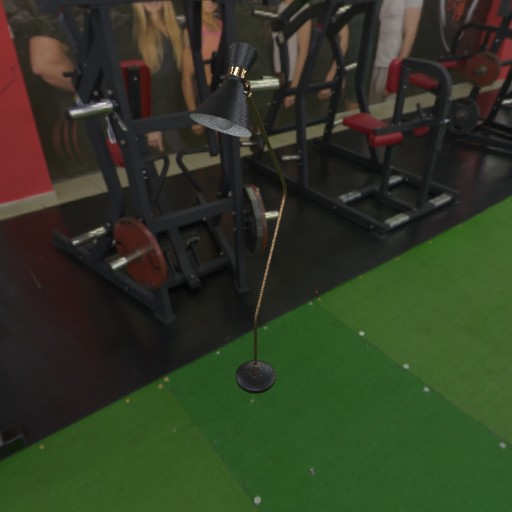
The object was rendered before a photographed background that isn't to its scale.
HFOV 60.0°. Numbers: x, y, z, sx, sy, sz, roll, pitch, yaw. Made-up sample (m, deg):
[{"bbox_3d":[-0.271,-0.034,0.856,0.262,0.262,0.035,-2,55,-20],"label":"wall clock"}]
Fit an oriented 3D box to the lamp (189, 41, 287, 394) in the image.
[{"bbox_3d":[0.000,0.000,1.631,0.467,1.438,0.277,-21,39,-29],"label":"lamp"}]
